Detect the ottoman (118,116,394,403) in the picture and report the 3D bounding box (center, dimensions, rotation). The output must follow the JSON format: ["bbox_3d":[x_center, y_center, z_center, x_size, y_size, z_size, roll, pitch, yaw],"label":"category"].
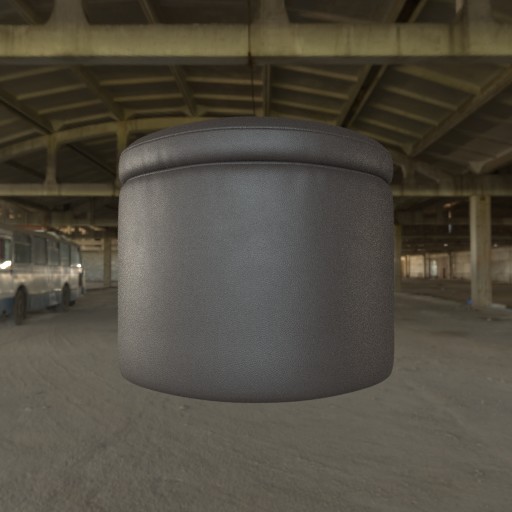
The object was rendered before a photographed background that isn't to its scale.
[{"bbox_3d":[0.000,0.000,0.839,0.500,0.409,0.500,0,-2,0],"label":"ottoman"}]
